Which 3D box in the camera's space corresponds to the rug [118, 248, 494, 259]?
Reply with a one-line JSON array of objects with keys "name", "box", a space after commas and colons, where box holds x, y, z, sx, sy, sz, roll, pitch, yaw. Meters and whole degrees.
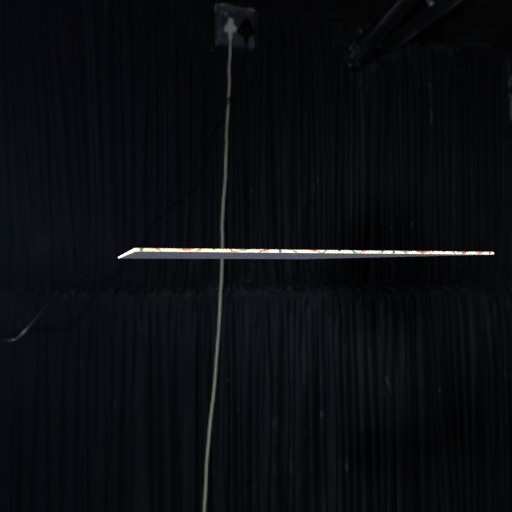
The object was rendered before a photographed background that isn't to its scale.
[{"name": "rug", "box": [0.000, 0.000, 4.231, 2.446, 0.020, 3.215, 0, -1, -19]}]
